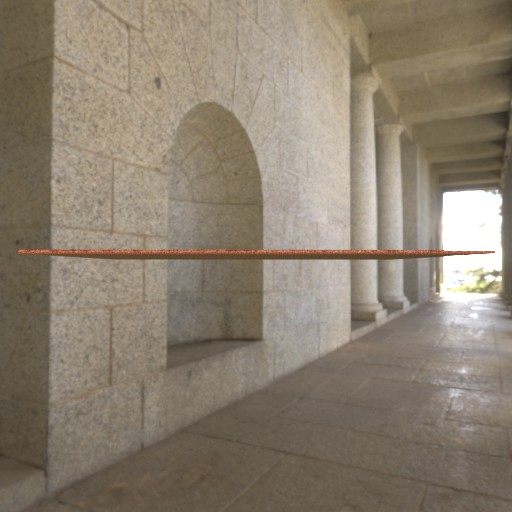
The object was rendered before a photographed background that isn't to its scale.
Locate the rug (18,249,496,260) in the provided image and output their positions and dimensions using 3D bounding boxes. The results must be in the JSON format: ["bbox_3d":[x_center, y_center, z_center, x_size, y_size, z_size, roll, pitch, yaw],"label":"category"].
[{"bbox_3d":[0.000,0.000,2.296,1.829,0.016,1.219,0,-2,-2],"label":"rug"}]
